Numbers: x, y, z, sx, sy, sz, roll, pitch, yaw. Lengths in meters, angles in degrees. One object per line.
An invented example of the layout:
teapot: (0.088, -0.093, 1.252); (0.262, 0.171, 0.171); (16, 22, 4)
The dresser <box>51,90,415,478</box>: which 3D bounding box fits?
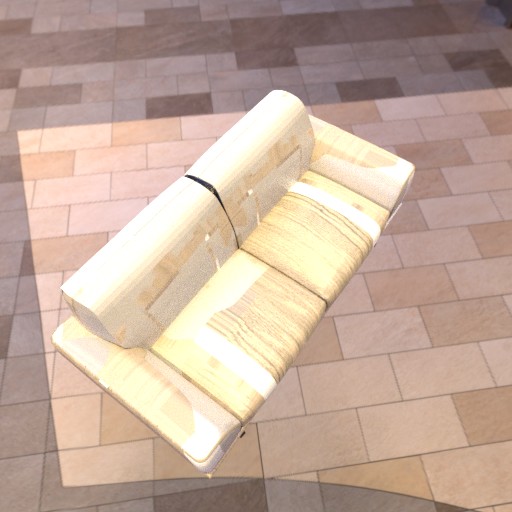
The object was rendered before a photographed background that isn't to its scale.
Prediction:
dresser: (0.000, 0.000, 5.663); (2.251, 1.863, 4.679); (32, 63, 18)
